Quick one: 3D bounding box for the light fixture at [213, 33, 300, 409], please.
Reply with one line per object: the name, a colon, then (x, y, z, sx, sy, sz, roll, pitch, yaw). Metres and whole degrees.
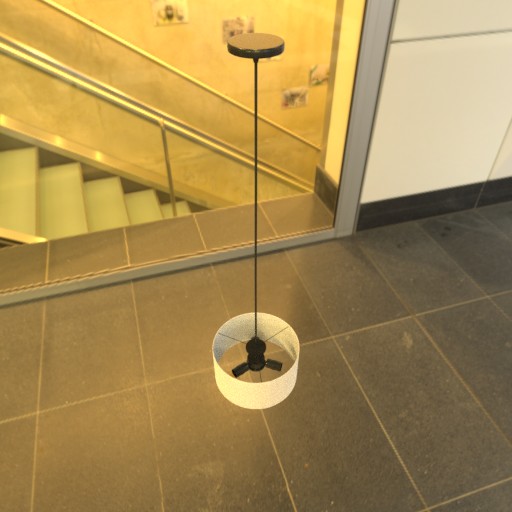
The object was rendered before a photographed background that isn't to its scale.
light fixture: (0.000, 0.000, 1.672, 0.399, 1.516, 0.399, 0, 41, 0)
